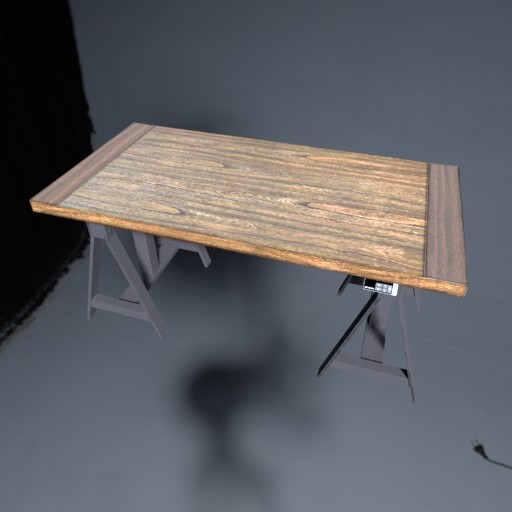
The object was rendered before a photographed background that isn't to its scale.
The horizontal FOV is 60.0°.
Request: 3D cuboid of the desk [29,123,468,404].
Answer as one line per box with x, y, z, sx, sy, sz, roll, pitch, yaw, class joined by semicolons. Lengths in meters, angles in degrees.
0.000;0.000;1.961;1.543;0.725;0.784;11;40;14;desk
